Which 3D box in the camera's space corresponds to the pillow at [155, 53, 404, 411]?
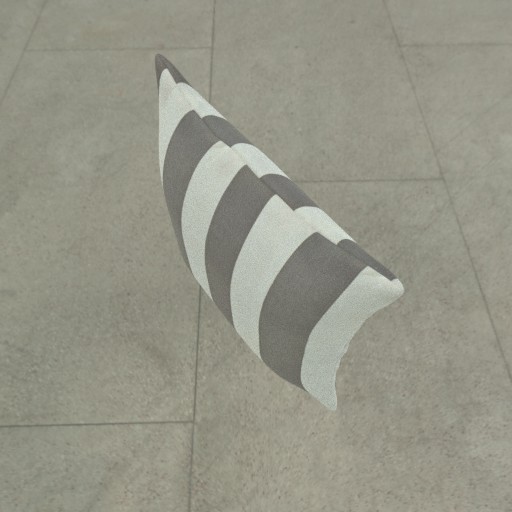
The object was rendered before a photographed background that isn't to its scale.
[{"bbox_3d":[0.000,0.000,0.786,0.192,0.507,0.522,-32,63,-19],"label":"pillow"}]
